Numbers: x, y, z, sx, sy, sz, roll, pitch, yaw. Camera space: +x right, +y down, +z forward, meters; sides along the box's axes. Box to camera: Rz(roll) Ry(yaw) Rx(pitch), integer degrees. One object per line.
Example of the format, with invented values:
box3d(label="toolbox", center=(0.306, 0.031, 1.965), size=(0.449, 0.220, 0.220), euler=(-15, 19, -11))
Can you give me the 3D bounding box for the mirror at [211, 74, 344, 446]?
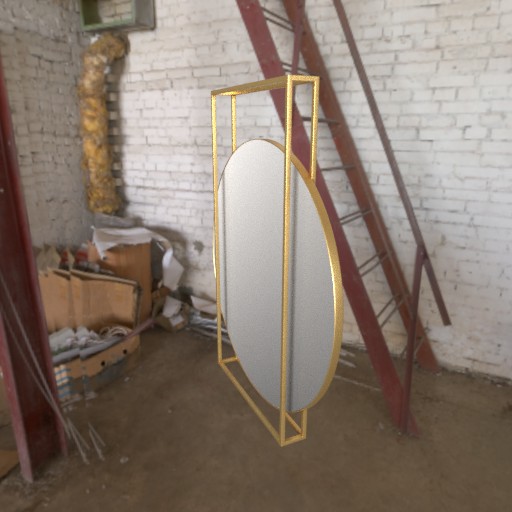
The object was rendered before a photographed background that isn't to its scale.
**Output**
box3d(label="mirror", center=(0.000, 0.000, 0.834), size=(0.051, 0.603, 0.508), euler=(-7, 18, -24))
